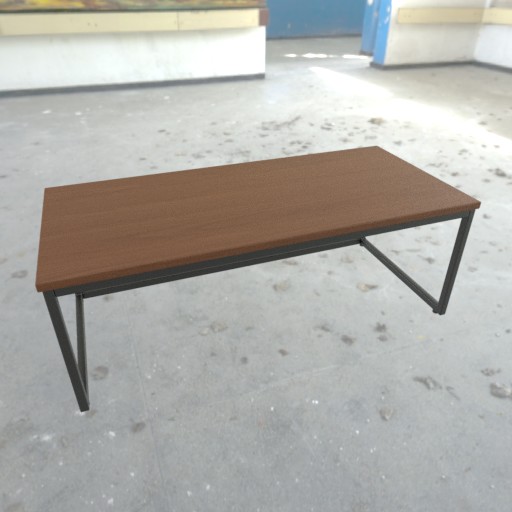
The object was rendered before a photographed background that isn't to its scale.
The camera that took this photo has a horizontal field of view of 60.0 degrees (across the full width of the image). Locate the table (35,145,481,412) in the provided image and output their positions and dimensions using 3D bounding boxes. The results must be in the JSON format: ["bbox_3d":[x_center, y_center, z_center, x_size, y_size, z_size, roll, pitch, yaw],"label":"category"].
[{"bbox_3d":[0.000,0.000,1.328,1.100,0.400,0.500,-11,34,-17],"label":"table"}]
